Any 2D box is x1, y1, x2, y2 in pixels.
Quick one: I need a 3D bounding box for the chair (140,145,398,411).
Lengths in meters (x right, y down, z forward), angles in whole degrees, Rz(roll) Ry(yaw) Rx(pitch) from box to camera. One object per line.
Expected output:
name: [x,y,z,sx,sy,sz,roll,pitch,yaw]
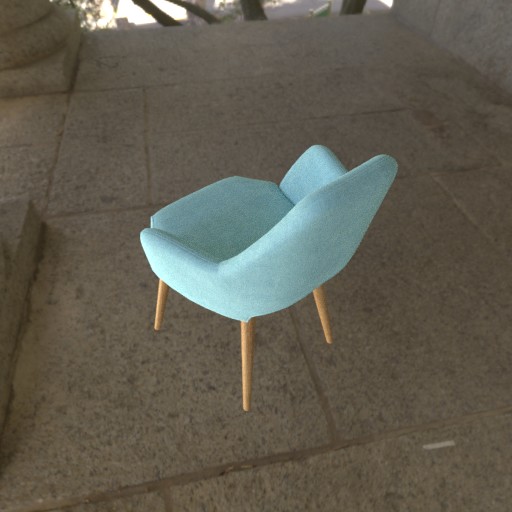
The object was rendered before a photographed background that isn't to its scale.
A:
chair: [0.000,0.000,1.254,0.590,0.840,0.610,-31,53,-28]
